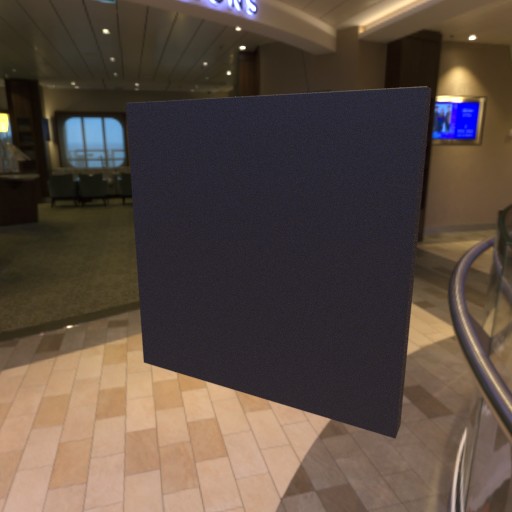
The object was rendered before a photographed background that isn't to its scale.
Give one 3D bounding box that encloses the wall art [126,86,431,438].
[{"bbox_3d":[0.000,0.000,0.749,0.507,0.507,0.038,8,16,28],"label":"wall art"}]
